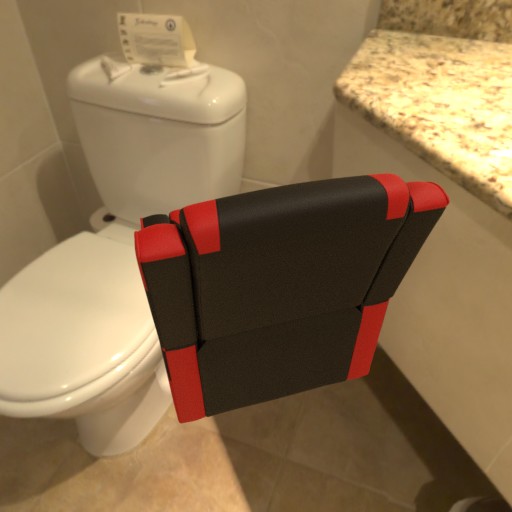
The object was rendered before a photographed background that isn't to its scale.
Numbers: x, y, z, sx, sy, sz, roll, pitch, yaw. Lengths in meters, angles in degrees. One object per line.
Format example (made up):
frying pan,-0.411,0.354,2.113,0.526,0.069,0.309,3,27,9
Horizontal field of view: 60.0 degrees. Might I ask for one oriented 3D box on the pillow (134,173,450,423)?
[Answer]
pillow,0.000,0.000,1.280,0.620,0.805,0.672,-11,43,-12
